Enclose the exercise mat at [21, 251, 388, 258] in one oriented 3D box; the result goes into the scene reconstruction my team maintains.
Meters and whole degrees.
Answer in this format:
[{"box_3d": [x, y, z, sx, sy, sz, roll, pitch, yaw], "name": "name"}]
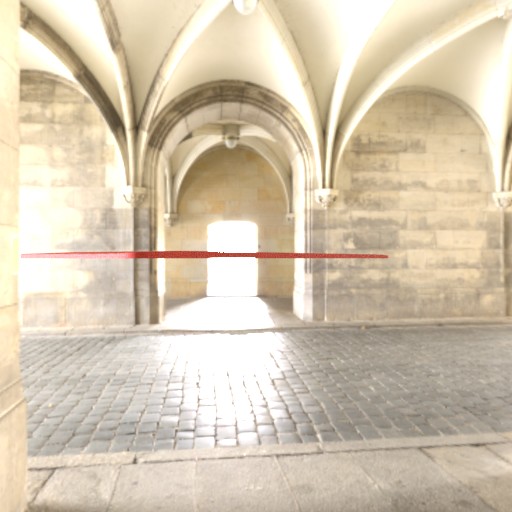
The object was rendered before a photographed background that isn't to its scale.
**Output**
[{"box_3d": [0.000, 0.000, 2.022, 0.616, 0.021, 1.869, 0, 0, 36], "name": "exercise mat"}]
